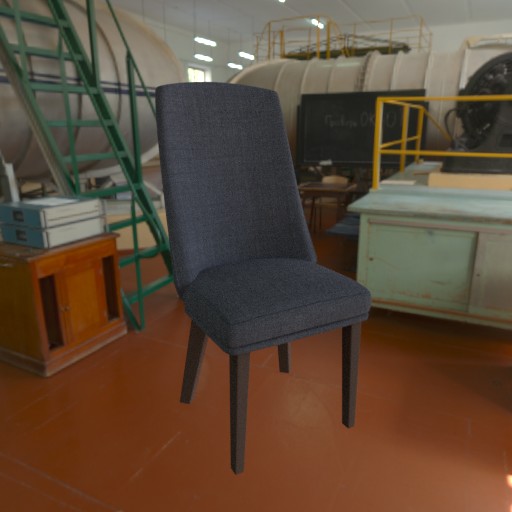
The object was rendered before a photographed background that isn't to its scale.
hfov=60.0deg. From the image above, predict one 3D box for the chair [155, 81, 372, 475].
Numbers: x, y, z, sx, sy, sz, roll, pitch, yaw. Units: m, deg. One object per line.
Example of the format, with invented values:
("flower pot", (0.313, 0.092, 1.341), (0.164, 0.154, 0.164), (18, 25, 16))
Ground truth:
("chair", (0.000, 0.000, 1.372), (0.510, 1.050, 0.577), (-9, 19, -28))
